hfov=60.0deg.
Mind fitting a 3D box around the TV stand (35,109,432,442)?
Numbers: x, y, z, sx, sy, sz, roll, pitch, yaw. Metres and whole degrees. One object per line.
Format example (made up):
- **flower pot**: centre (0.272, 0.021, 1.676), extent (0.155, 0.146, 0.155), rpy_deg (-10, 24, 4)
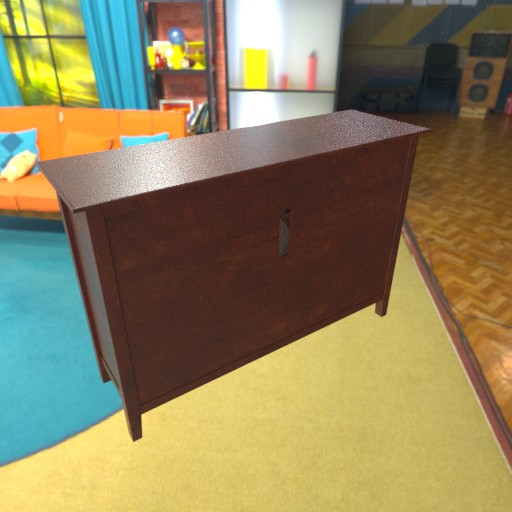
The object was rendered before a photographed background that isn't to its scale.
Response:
- **TV stand**: centre (0.000, 0.000, 1.789), extent (1.372, 0.915, 0.445), rpy_deg (-19, 35, -29)
